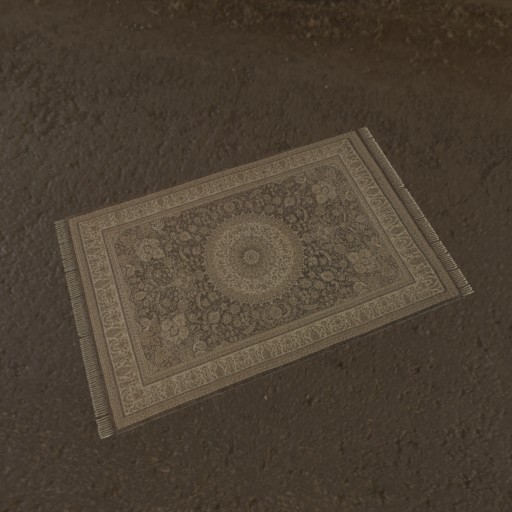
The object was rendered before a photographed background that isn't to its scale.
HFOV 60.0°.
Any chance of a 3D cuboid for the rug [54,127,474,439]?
[{"bbox_3d":[0.000,0.000,2.978,2.440,0.010,1.528,-19,65,-9],"label":"rug"}]
